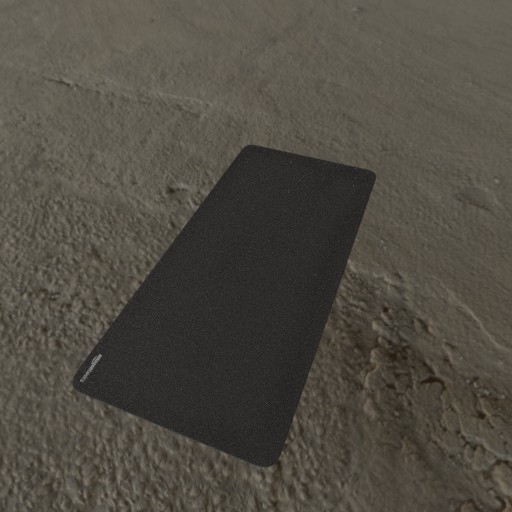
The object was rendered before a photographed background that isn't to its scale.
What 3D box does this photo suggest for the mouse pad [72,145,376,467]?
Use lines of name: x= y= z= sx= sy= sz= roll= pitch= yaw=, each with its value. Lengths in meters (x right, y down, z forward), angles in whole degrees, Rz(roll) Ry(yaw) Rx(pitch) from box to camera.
mouse pad: x=0.000 y=0.000 z=1.082 sx=0.424 sy=0.003 sz=0.907 roll=16 pitch=49 yaw=15
